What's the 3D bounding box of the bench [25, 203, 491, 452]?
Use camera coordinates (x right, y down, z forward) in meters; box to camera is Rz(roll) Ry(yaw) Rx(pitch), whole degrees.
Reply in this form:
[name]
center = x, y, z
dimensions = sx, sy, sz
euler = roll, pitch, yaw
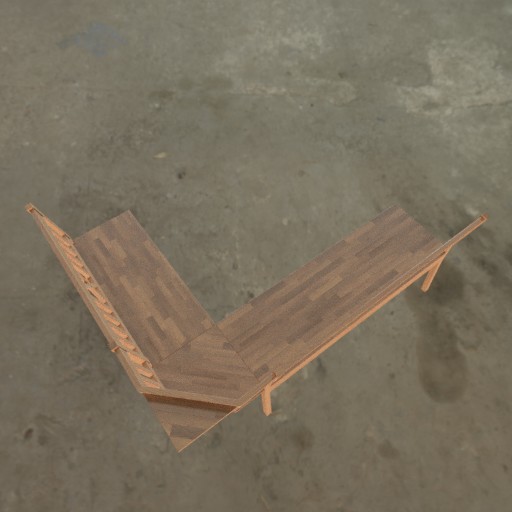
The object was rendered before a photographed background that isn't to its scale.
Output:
[bench]
center = 0.000, 0.000, 2.725
dimensions = 1.937, 0.902, 1.537
euler = -32, 63, -19
